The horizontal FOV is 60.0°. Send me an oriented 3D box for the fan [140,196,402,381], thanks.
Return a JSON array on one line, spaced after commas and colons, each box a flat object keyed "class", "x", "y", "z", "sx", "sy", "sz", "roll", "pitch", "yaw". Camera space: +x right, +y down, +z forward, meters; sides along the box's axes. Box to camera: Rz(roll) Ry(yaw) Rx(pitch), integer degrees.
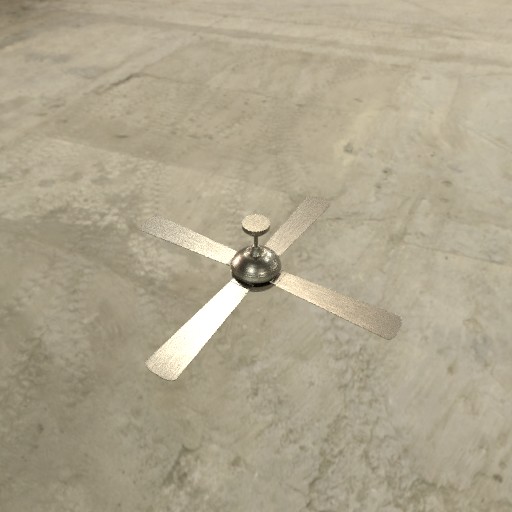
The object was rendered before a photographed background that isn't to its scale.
[{"class": "fan", "x": 0.000, "y": 0.000, "z": 2.037, "sx": 1.321, "sy": 0.381, "sz": 1.321, "roll": -26, "pitch": 48, "yaw": -27}]
